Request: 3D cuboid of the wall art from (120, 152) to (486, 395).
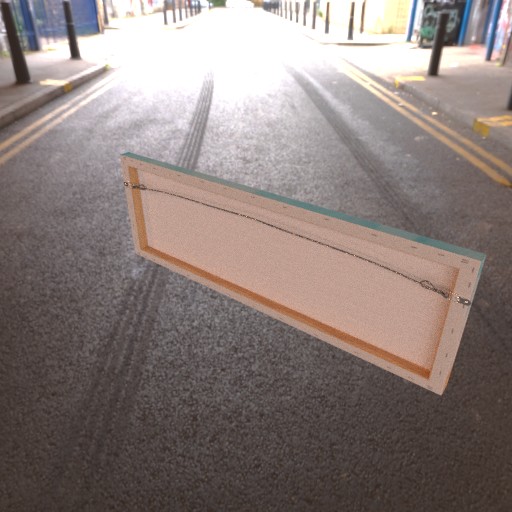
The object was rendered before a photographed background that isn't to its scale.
[{"bbox_3d":[0.000,0.000,0.848,0.759,0.254,0.044,21,36,32],"label":"wall art"}]
